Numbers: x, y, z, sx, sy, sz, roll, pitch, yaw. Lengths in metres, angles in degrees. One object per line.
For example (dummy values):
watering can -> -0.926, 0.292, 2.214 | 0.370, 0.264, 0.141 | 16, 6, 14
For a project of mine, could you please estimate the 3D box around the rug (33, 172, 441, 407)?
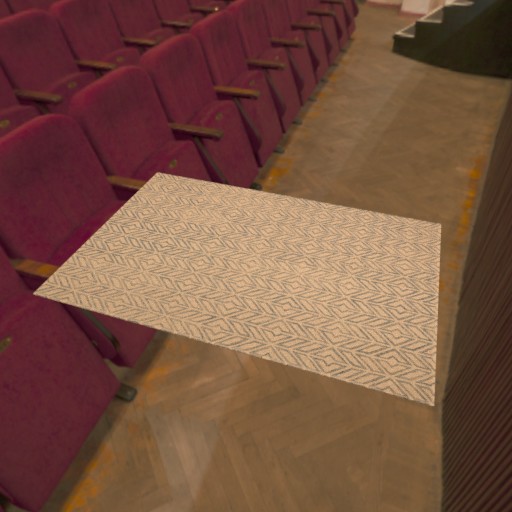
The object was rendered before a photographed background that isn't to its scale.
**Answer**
rug -> 0.000, 0.000, 2.324 | 1.824, 0.008, 1.220 | 12, 42, 14
